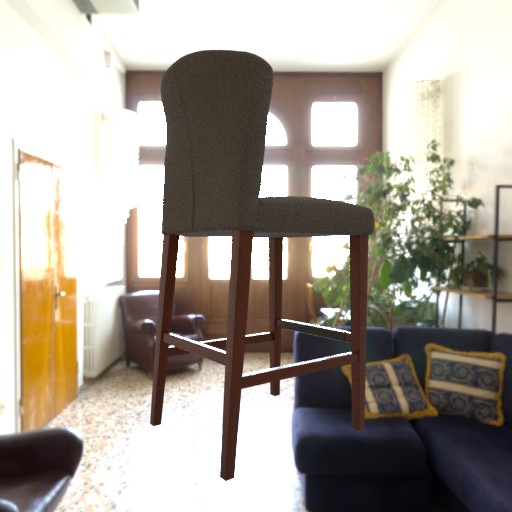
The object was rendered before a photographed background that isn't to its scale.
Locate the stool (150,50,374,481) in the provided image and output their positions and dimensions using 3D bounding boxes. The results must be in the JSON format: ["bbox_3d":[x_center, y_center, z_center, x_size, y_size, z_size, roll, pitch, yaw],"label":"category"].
[{"bbox_3d":[0.000,0.000,1.378,0.568,1.069,0.481,-1,1,-37],"label":"stool"}]
